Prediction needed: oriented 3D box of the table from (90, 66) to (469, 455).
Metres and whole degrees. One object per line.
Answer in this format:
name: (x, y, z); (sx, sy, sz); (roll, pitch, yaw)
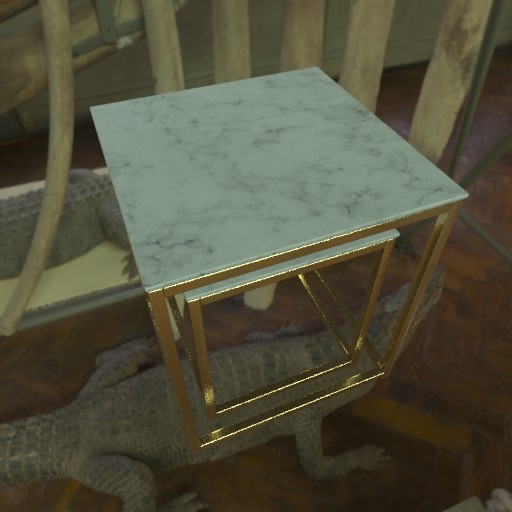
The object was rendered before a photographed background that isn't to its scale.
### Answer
table: (0.000, 0.000, 0.874); (0.450, 0.500, 0.450); (-16, 48, -15)
